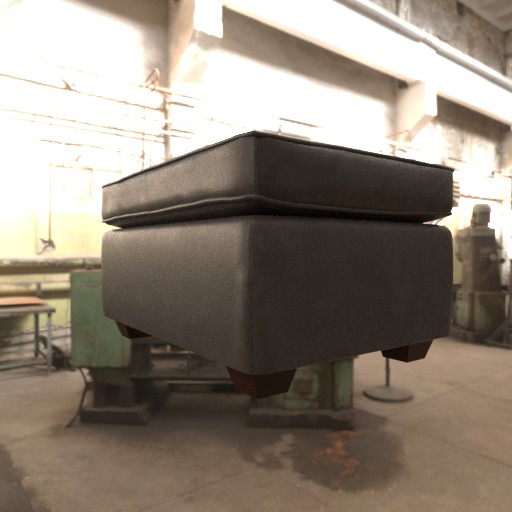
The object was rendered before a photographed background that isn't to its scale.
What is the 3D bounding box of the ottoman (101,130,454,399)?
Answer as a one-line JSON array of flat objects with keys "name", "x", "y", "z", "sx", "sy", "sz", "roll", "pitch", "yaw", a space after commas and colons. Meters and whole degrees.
[{"name": "ottoman", "x": 0.000, "y": 0.000, "z": 1.094, "sx": 0.554, "sy": 0.445, "sz": 0.756, "roll": -1, "pitch": 1, "yaw": -36}]
